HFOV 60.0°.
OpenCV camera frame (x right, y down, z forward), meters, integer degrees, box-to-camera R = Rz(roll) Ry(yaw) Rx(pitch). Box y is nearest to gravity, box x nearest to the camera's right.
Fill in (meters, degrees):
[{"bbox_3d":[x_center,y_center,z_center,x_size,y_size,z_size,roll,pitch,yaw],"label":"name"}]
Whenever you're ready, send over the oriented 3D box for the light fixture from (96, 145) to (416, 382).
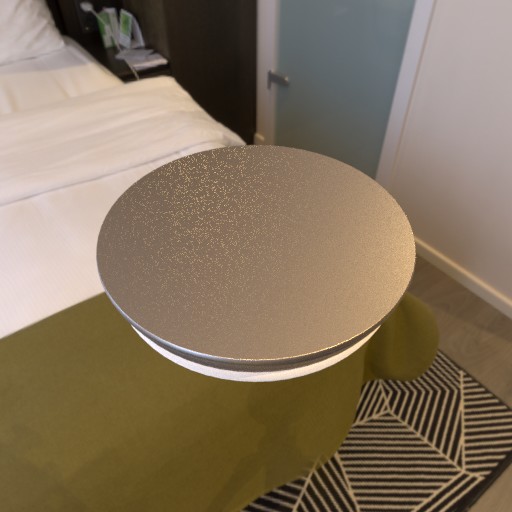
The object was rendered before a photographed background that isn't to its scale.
[{"bbox_3d":[0.000,0.000,0.559,0.368,0.100,0.368,0,45,0],"label":"light fixture"}]
